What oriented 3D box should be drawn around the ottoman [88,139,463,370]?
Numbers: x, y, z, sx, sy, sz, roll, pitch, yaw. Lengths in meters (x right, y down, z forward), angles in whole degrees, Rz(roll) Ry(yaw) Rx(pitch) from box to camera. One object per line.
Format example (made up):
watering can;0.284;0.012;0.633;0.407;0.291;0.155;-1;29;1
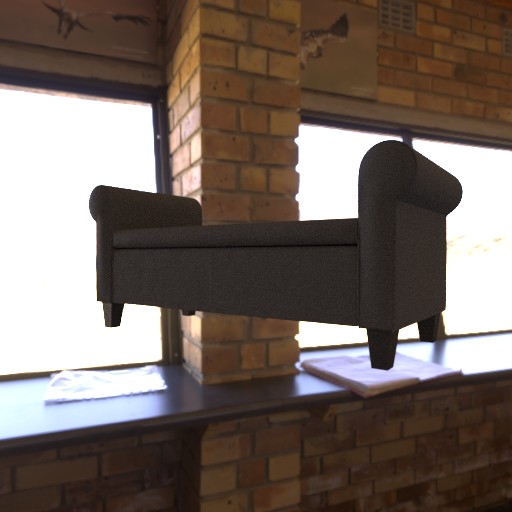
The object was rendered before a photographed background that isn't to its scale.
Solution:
ottoman;0.000;0.000;1.565;1.256;0.547;0.521;0;0;36
